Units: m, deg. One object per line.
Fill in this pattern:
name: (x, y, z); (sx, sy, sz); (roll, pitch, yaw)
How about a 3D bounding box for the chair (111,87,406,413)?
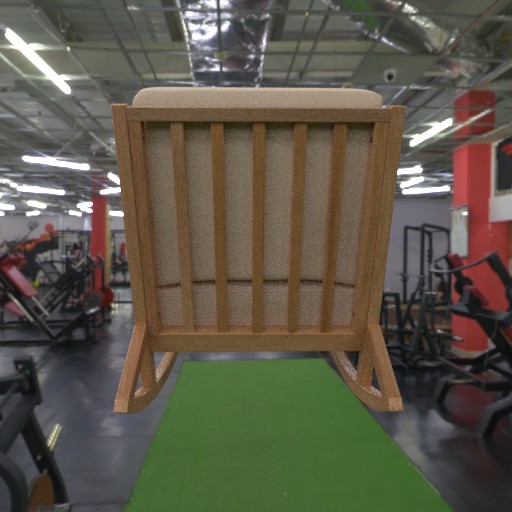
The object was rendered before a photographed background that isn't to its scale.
chair: (0.000, 0.000, 1.361); (0.622, 0.790, 0.857); (0, 0, -1)
